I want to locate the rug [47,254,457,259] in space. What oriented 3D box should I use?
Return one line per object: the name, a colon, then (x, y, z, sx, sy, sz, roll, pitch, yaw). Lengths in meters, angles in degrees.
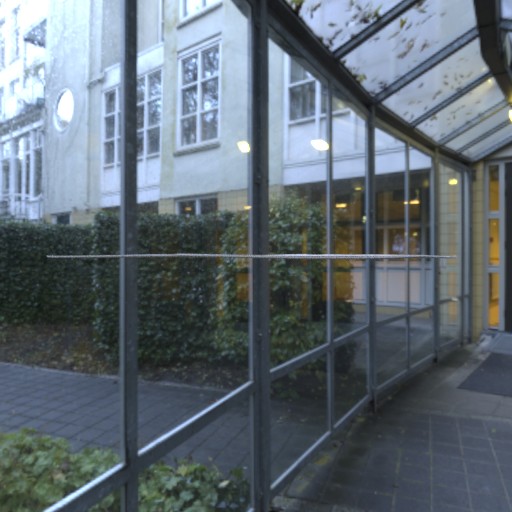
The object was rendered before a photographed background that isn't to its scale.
rug: (0.000, 0.000, 4.371, 3.245, 0.046, 2.467, 0, 0, 35)
